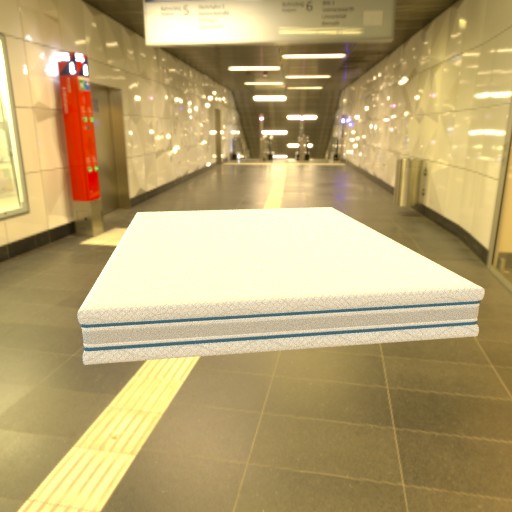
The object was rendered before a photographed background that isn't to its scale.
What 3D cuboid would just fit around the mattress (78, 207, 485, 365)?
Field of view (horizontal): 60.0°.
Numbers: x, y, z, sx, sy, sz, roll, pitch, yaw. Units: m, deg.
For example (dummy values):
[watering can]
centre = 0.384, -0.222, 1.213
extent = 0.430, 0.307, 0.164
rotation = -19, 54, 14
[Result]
[mattress]
centre = 0.000, 0.000, 2.675
extent = 1.600, 0.230, 2.000
rotation = -2, 16, -8
